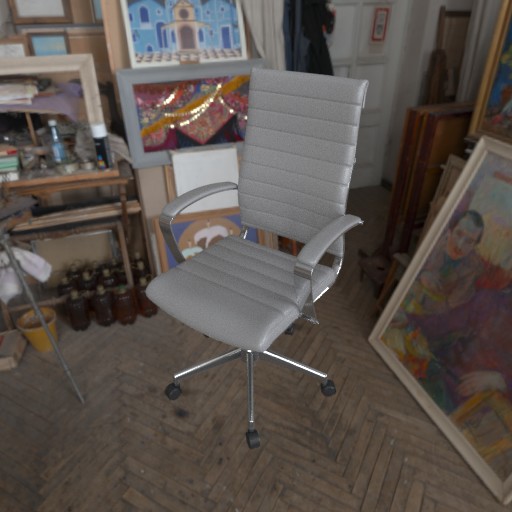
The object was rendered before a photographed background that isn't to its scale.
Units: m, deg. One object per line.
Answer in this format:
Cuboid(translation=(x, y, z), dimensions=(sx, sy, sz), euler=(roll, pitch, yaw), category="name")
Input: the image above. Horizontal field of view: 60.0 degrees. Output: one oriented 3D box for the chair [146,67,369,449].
Cuboid(translation=(0.000, 0.000, 1.586), dimensions=(0.679, 1.149, 0.667), euler=(20, 37, 29), category="chair")
